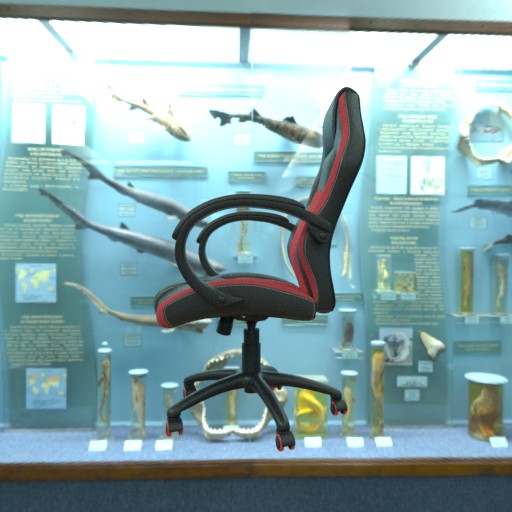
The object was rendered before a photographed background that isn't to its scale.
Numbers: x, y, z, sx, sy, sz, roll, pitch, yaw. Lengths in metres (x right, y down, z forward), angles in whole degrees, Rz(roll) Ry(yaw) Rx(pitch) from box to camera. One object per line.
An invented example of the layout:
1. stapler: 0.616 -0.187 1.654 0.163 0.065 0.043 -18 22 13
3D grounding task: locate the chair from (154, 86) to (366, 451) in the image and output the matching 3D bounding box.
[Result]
1. chair: 0.000 0.000 1.659 0.724 1.187 0.673 0 1 -1
